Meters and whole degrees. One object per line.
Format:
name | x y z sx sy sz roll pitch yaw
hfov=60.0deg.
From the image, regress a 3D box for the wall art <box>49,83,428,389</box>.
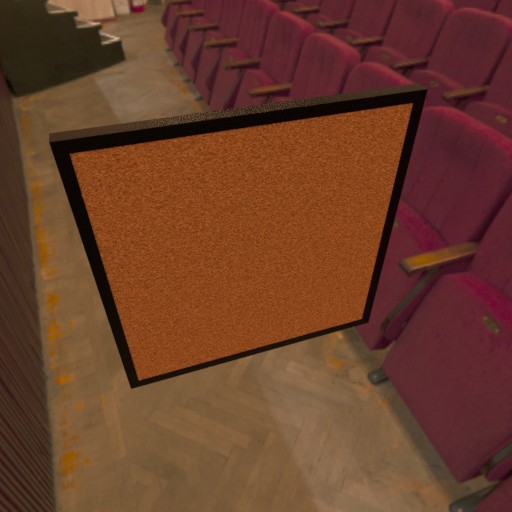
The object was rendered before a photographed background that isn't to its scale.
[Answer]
wall art | 0.000 0.000 1.107 0.756 0.755 0.036 -13 43 -14
